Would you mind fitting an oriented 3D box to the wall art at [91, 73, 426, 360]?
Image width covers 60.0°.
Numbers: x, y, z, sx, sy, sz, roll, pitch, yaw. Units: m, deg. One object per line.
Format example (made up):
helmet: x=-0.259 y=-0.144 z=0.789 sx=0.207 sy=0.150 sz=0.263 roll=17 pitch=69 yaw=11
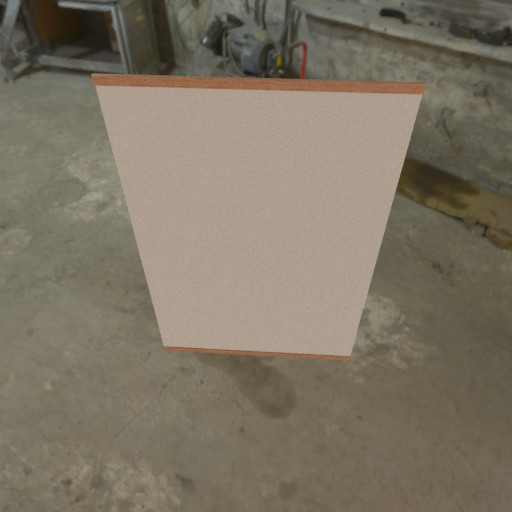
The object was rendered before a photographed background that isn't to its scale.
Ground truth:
wall art: x=0.000 y=0.000 z=1.885 sx=1.019 sy=1.527 sz=0.019 roll=3 pitch=45 yaw=3
